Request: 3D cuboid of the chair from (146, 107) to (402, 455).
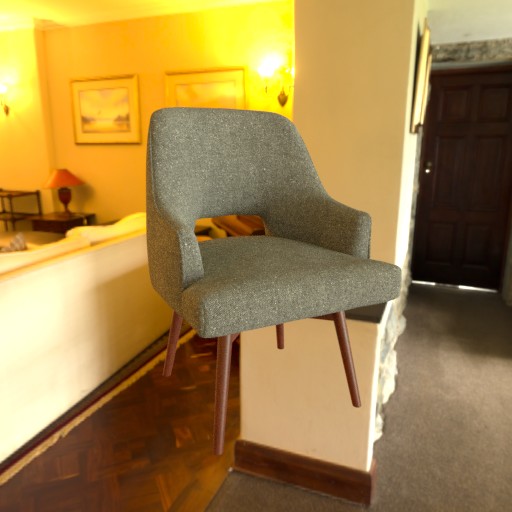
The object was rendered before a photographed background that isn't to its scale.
[{"bbox_3d":[0.000,0.000,1.307,0.608,0.875,0.629,-7,15,-27],"label":"chair"}]
